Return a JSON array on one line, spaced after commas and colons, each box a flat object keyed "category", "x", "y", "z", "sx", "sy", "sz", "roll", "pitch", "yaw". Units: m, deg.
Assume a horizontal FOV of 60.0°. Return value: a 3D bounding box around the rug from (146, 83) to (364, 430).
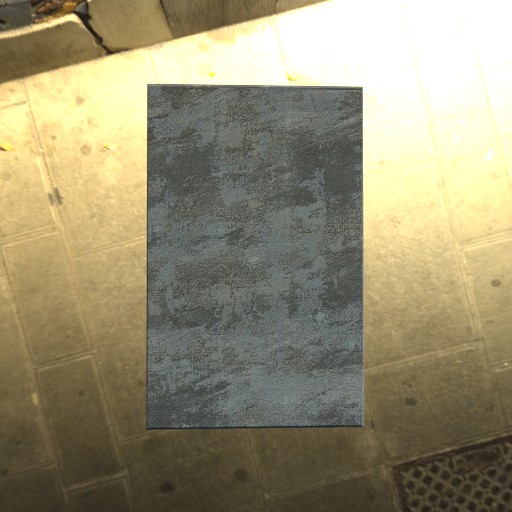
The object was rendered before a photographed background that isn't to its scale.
[{"category": "rug", "x": 0.000, "y": 0.000, "z": 3.137, "sx": 1.536, "sy": 0.012, "sz": 2.431, "roll": 0, "pitch": 89, "yaw": -2}]
